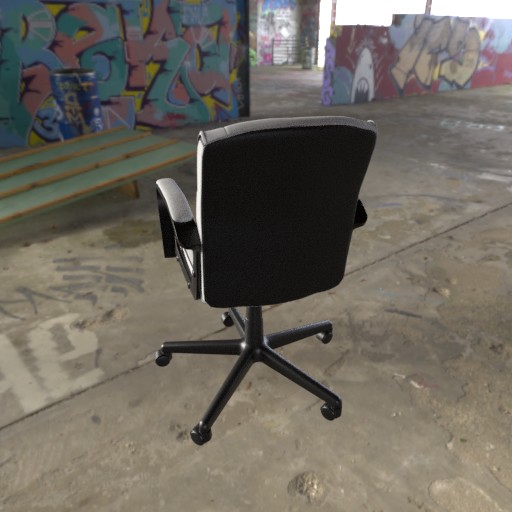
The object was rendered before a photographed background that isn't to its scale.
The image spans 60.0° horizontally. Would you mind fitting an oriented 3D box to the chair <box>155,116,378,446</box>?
[{"bbox_3d":[0.000,0.000,1.496,0.739,1.004,0.717,-8,28,-15],"label":"chair"}]
